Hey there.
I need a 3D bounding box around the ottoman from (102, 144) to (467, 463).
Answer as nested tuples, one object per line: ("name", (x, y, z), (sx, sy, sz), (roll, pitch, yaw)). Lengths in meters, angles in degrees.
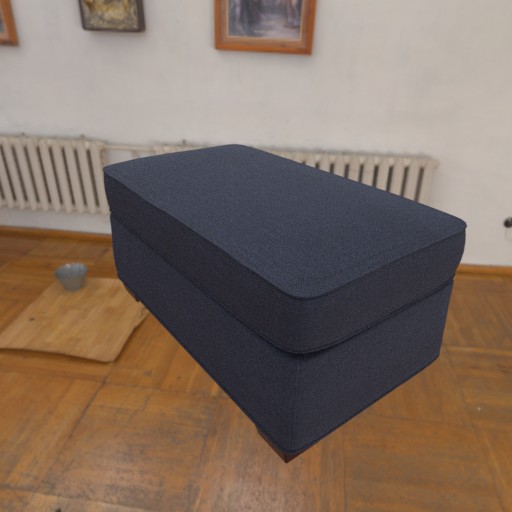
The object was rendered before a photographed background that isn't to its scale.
("ottoman", (0.000, 0.000, 1.189), (0.505, 0.453, 0.895), (-19, 33, -32))
